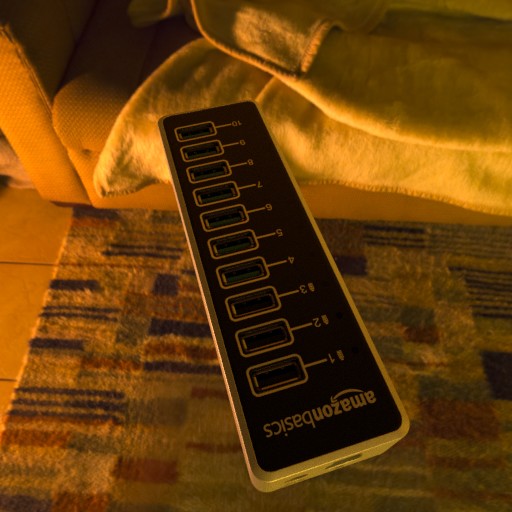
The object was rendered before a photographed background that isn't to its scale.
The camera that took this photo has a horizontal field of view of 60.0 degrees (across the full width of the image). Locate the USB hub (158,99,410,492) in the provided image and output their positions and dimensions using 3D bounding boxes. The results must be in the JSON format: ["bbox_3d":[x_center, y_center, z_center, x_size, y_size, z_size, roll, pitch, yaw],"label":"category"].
[{"bbox_3d":[0.000,0.000,0.160,0.044,0.023,0.145,-14,58,-9],"label":"USB hub"}]
